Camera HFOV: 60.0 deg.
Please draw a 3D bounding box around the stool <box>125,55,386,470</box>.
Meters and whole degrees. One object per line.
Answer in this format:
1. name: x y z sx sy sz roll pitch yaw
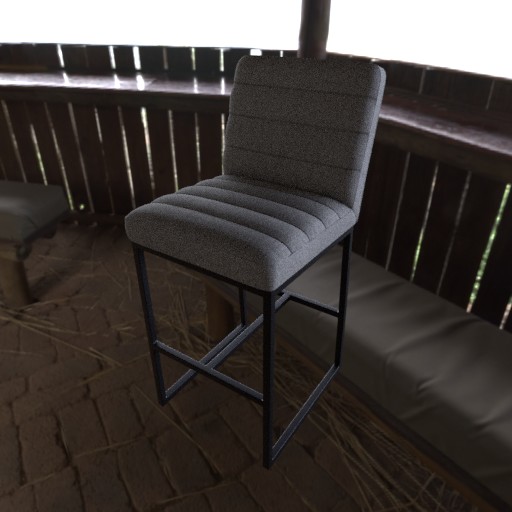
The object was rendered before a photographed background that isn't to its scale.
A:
1. stool: 0.000 0.000 1.309 0.459 1.034 0.571 18 35 29
